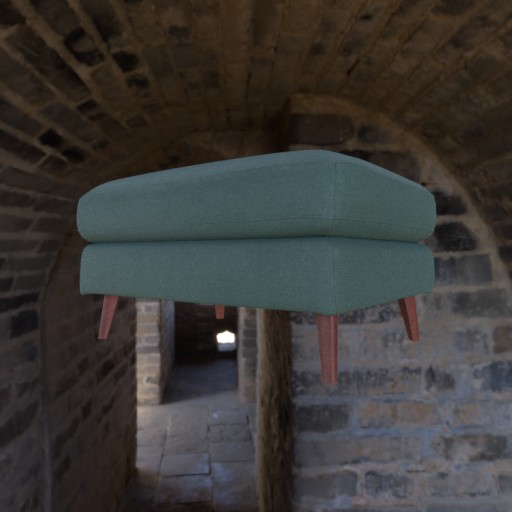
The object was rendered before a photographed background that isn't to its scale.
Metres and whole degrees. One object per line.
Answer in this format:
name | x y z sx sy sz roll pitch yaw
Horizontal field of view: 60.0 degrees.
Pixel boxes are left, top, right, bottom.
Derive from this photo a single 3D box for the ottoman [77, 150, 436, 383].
ottoman | 0.000 0.000 1.195 0.811 0.449 0.608 0 0 37
